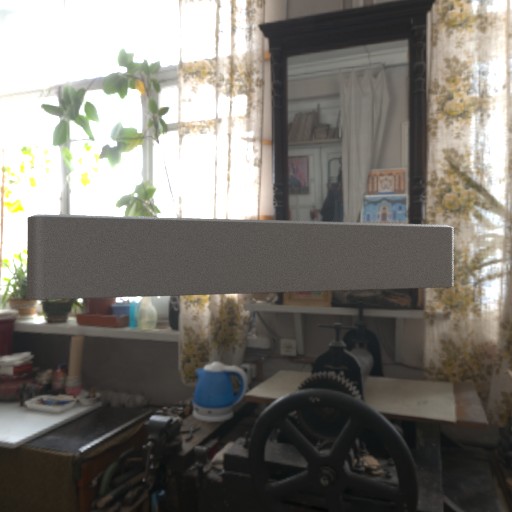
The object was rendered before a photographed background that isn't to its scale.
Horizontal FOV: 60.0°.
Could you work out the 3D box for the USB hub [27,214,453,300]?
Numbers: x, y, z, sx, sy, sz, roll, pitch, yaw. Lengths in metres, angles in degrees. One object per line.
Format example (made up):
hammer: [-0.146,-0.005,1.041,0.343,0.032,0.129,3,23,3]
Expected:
USB hub: [0.000,0.000,0.161,0.145,0.023,0.044,0,0,-20]
